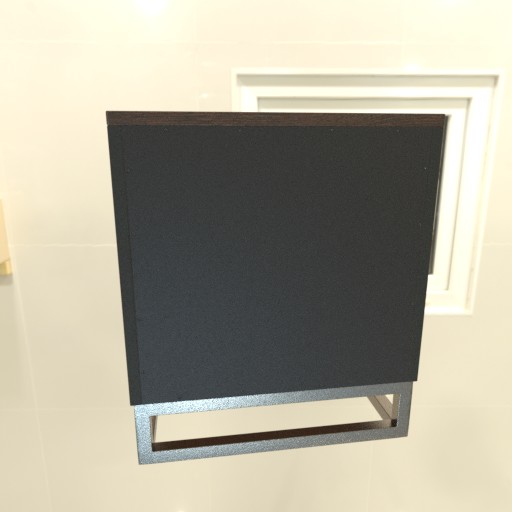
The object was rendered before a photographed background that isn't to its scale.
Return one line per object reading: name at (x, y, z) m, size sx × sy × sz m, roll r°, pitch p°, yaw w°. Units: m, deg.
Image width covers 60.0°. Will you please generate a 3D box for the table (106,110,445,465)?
table at (0.000, 0.000, 0.991) m, size 0.506 × 0.582 × 0.566 m, roll -2°, pitch 15°, yaw -8°
